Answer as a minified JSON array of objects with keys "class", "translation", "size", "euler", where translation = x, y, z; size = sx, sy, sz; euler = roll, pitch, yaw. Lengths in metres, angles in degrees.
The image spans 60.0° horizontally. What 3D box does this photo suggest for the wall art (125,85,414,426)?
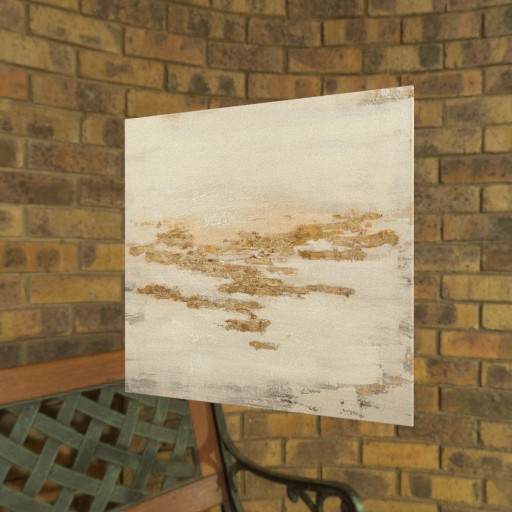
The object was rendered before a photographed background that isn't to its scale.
[{"class":"wall art","translation":[0.000,0.000,0.913],"size":[0.611,0.613,0.040],"euler":[0,0,19]}]
